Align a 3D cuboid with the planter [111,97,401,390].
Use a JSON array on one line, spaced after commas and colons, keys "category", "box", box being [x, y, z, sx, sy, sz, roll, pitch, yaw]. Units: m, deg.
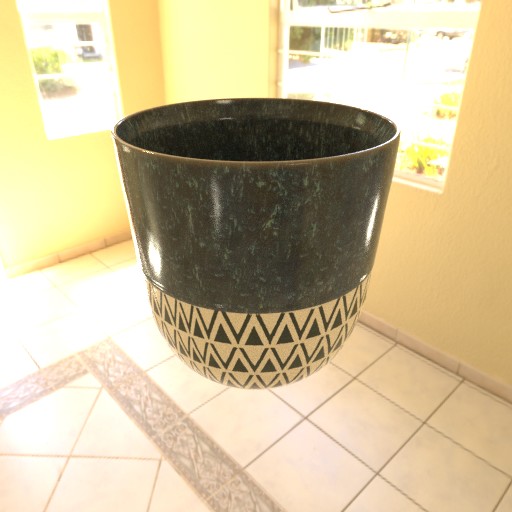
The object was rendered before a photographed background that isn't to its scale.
[{"category": "planter", "box": [0.000, 0.000, 0.360, 0.195, 0.214, 0.195, 0, 29, 0]}]
